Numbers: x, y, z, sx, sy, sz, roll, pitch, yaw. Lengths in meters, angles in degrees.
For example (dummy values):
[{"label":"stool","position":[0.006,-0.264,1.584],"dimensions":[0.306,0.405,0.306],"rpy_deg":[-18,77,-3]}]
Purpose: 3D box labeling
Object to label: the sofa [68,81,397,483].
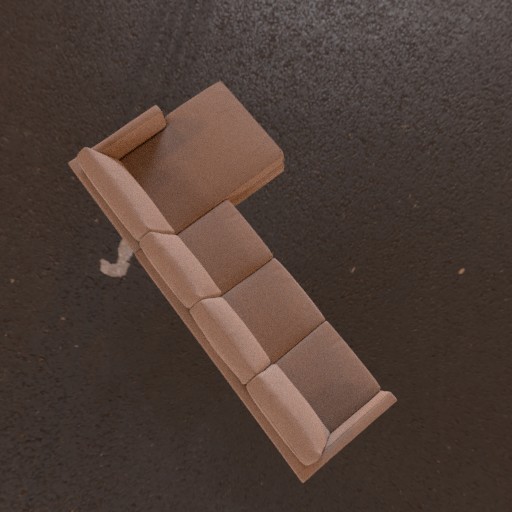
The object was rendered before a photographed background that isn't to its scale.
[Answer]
[{"label":"sofa","position":[0.000,0.000,3.831],"dimensions":[1.625,0.861,3.186],"rpy_deg":[-37,79,-9]}]
